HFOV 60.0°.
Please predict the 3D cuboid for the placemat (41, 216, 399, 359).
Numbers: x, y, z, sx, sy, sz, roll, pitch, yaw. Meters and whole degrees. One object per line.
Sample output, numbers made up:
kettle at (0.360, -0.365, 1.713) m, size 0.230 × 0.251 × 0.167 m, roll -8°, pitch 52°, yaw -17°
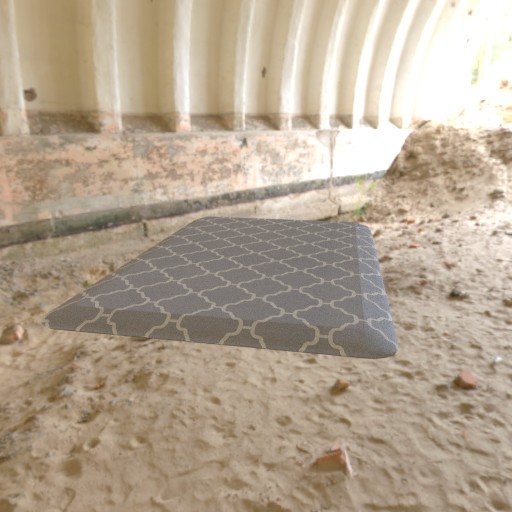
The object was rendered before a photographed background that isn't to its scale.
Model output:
placemat at (0.000, 0.000, 0.940) m, size 0.508 × 0.021 × 0.762 m, roll 3°, pitch 17°, yaw 10°
